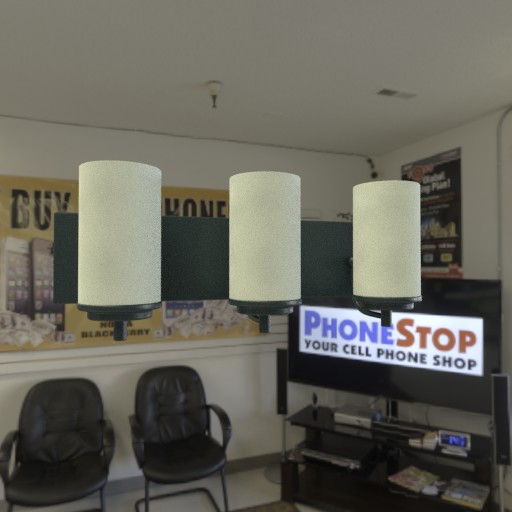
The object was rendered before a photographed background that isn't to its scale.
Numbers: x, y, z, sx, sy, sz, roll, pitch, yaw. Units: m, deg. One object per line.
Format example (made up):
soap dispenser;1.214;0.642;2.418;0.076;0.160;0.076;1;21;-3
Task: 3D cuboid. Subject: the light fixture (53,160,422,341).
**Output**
light fixture;0.000;0.000;0.526;0.451;0.172;0.145;0;-1;-18
